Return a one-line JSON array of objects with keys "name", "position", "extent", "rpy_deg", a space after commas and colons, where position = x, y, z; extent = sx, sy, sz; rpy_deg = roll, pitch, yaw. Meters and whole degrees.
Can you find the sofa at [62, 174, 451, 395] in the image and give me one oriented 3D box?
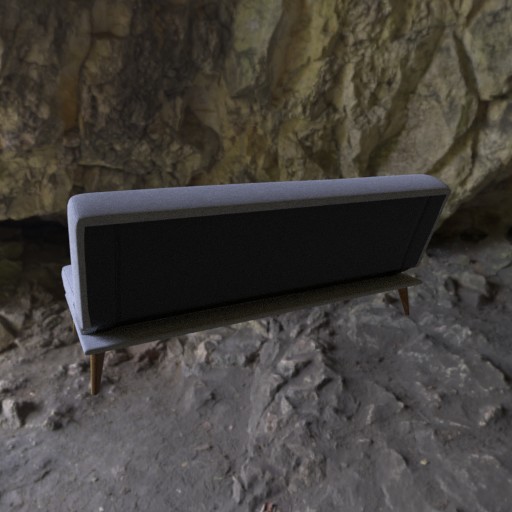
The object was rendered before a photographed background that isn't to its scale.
[{"name": "sofa", "position": [0.000, 0.000, 2.274], "extent": [1.800, 0.810, 0.860], "rpy_deg": [-8, 17, -27]}]
